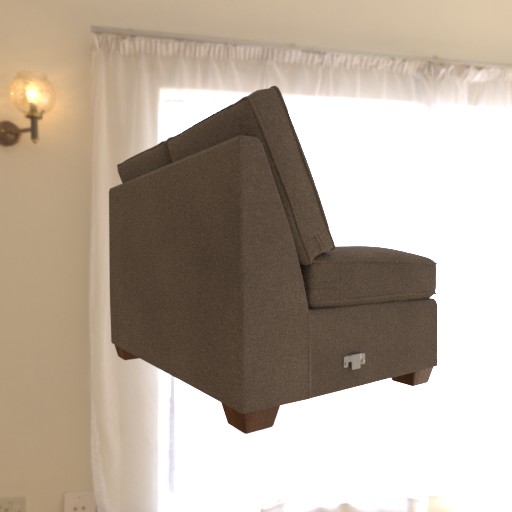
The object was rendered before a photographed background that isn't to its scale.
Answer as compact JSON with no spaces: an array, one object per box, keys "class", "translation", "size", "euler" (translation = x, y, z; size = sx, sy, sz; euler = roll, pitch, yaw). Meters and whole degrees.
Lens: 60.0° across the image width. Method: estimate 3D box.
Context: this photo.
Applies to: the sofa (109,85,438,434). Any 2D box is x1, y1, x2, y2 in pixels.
[{"class":"sofa","translation":[0.000,0.000,1.982],"size":[0.951,1.008,1.237],"euler":[0,0,-35]}]
